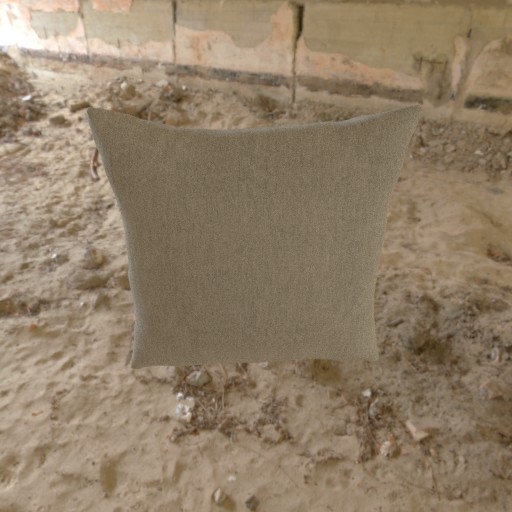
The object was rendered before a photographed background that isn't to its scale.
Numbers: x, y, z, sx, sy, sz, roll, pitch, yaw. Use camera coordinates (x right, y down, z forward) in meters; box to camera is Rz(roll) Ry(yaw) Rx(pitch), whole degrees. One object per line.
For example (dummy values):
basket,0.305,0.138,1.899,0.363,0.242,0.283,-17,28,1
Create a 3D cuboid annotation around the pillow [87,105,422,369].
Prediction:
pillow,0.000,0.000,0.673,0.433,0.436,0.173,-1,31,-2
